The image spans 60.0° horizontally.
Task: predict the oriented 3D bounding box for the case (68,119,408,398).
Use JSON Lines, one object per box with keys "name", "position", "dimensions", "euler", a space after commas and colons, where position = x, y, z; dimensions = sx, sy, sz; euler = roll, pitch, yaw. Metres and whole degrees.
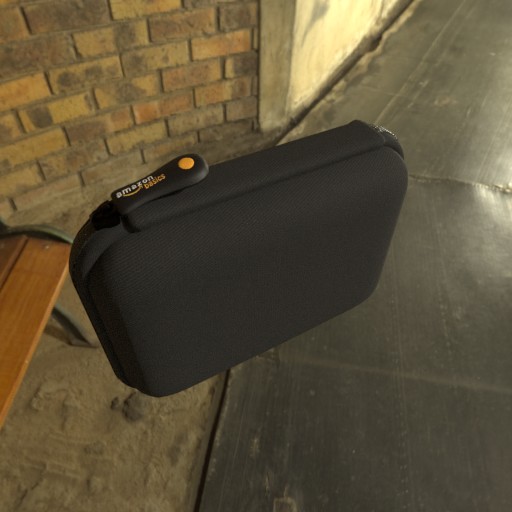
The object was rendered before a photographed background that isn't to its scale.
{"name": "case", "position": [0.000, 0.000, 0.177], "dimensions": [0.132, 0.105, 0.038], "euler": [-22, 50, -20]}
